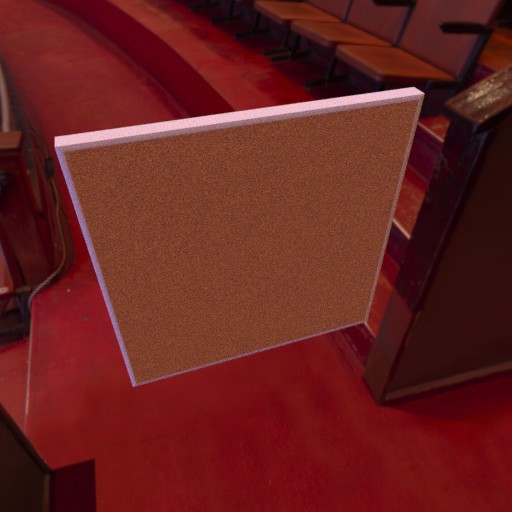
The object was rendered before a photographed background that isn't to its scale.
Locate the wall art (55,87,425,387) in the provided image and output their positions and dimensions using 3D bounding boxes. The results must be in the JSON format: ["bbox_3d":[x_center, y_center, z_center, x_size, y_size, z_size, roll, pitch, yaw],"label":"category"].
[{"bbox_3d":[0.000,0.000,1.145,0.768,0.765,0.041,-13,43,-14],"label":"wall art"}]
